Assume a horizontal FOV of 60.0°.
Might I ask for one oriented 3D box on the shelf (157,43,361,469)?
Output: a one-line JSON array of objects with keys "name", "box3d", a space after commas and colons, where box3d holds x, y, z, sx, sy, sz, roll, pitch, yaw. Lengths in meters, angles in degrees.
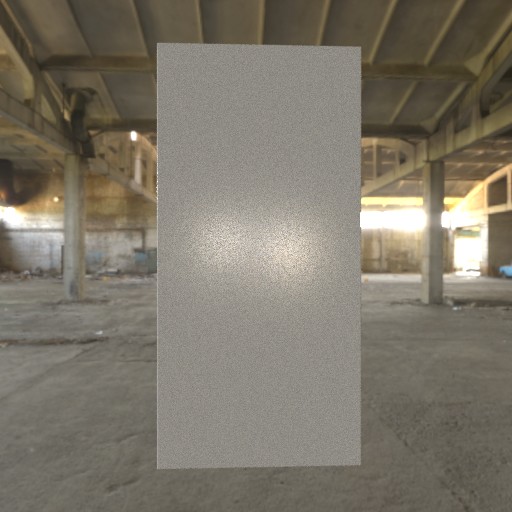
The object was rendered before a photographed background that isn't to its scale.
[{"name": "shelf", "box3d": [0.000, 0.000, 0.771, 0.290, 0.594, 0.297, 0, 0, -2]}]
